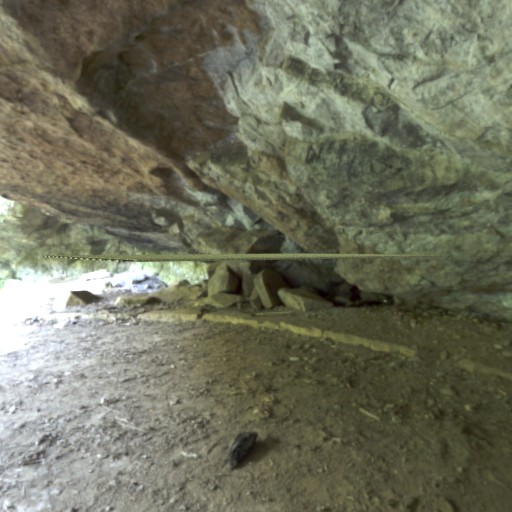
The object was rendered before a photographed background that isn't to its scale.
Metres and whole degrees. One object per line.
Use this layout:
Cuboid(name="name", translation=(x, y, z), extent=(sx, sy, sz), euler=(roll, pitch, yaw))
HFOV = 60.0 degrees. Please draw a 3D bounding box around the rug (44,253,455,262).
Cuboid(name="rug", translation=(0.000, 0.000, 3.073), extent=(2.435, 0.010, 1.544), euler=(-1, 1, -36))
